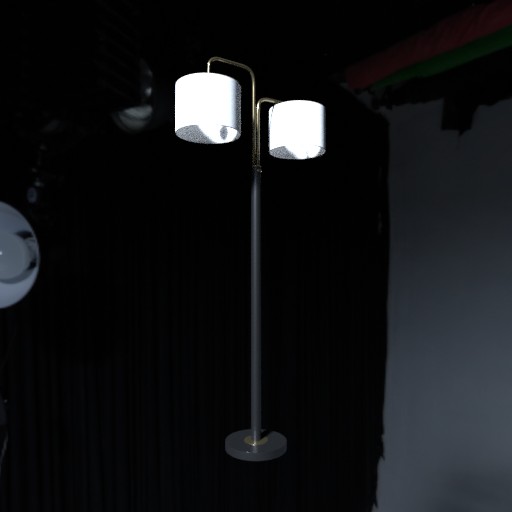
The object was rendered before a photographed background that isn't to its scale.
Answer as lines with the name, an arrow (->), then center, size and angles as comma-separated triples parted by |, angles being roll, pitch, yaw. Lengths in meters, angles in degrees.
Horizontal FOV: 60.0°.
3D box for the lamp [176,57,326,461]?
lamp -> 0.000, 0.000, 1.856 | 0.711, 1.587, 0.254 | 1, -2, -35
